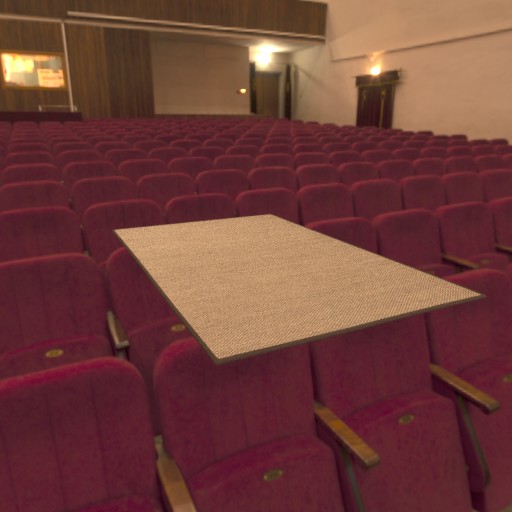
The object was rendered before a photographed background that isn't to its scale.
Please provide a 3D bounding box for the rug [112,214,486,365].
[{"bbox_3d":[0.000,0.000,2.112,1.067,0.013,1.676,-8,19,-25],"label":"rug"}]
